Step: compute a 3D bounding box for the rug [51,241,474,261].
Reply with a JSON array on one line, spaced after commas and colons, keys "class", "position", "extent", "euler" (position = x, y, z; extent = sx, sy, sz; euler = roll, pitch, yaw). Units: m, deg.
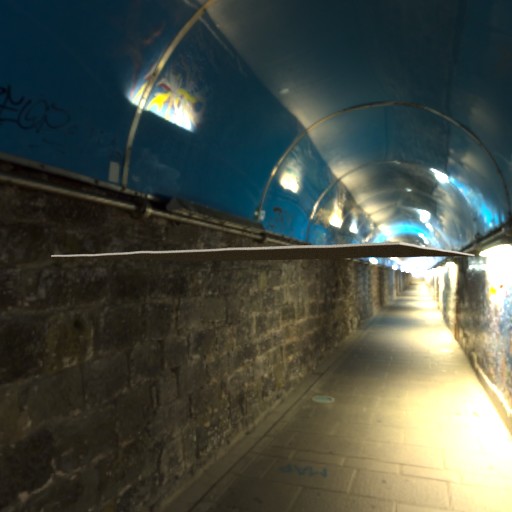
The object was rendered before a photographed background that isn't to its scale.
[{"class": "rug", "position": [0.000, 0.000, 3.003], "extent": [2.444, 0.023, 1.531], "euler": [-1, -3, 36]}]
